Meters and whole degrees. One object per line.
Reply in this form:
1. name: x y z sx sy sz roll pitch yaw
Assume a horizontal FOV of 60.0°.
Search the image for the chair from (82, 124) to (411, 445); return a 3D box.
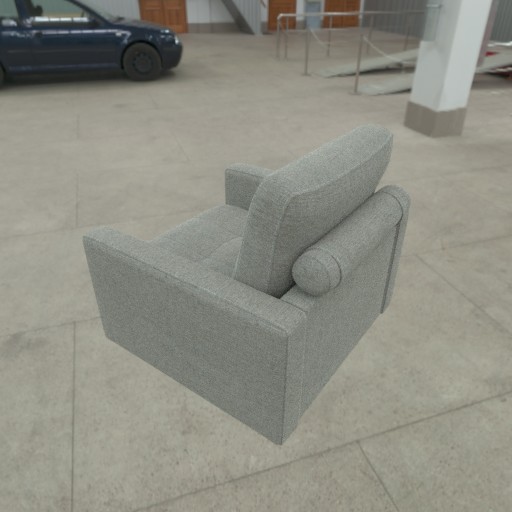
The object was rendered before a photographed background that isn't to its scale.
1. chair: 0.000 0.000 1.550 0.843 0.880 0.821 21 38 30
